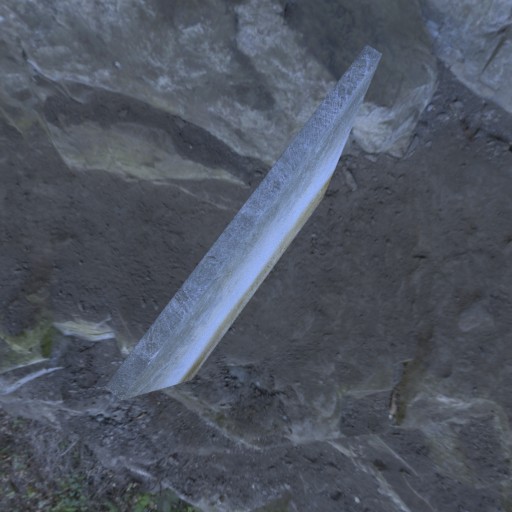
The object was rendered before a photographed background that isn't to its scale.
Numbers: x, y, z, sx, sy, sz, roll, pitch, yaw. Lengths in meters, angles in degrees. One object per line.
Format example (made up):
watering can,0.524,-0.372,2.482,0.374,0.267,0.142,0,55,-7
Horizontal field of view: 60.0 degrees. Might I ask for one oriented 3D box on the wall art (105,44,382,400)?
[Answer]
wall art,0.000,0.000,1.620,0.051,1.091,1.092,35,79,8
